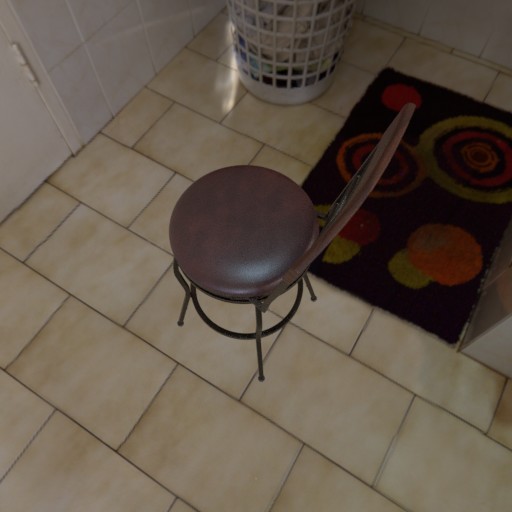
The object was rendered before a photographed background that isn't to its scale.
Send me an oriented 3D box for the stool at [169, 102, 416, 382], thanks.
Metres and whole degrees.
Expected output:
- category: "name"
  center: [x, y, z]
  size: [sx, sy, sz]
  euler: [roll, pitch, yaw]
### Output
- category: "stool"
  center: [0.000, 0.000, 1.363]
  size: [0.513, 1.130, 0.448]
  euler: [31, 67, 14]
